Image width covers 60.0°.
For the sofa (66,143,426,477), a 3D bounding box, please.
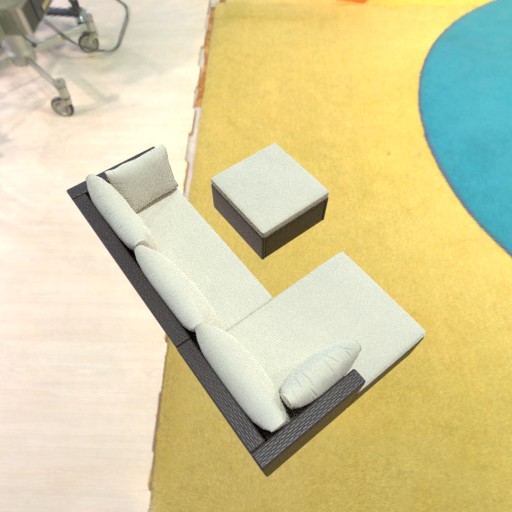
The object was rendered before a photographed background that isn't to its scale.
[{"bbox_3d":[0.000,0.000,3.040,1.612,0.766,2.192,-33,64,-19],"label":"sofa"}]
